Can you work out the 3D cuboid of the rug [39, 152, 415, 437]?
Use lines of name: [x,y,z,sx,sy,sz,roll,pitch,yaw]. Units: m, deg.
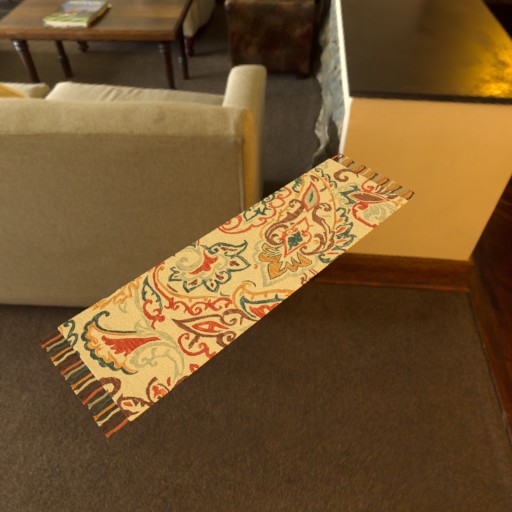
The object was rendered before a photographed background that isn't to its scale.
rug: [0.000,0.000,2.943,2.682,0.015,0.763,-35,56,-28]
